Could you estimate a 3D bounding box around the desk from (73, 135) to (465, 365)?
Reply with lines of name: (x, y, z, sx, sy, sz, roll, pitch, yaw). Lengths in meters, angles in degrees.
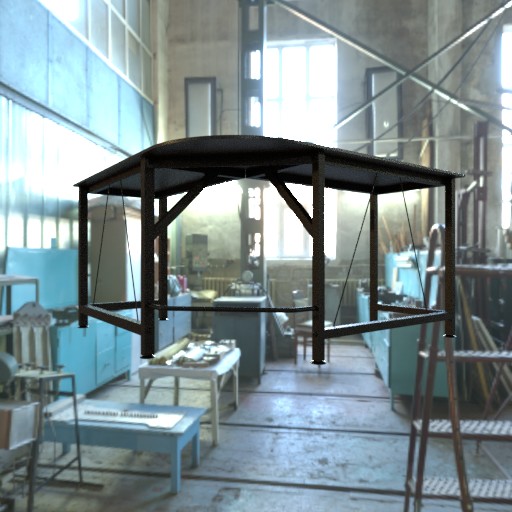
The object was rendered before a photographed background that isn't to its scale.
desk: (0.000, 0.000, 2.221, 1.400, 0.762, 1.400, 0, 0, -36)
